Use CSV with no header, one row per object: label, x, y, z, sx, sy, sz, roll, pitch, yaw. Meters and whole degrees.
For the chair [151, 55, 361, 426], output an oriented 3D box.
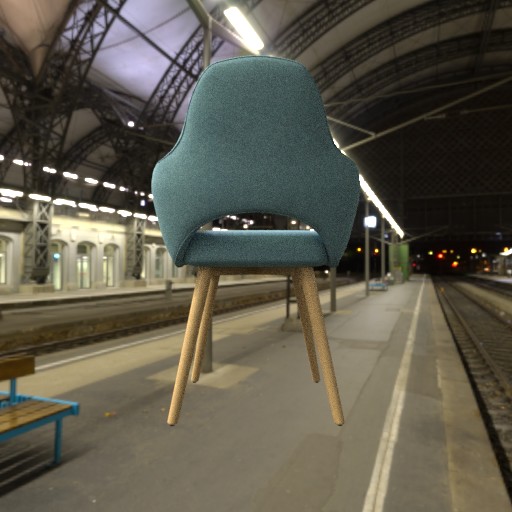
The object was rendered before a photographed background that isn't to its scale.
chair,0.000,0.000,1.331,0.589,0.920,0.666,0,-1,0
